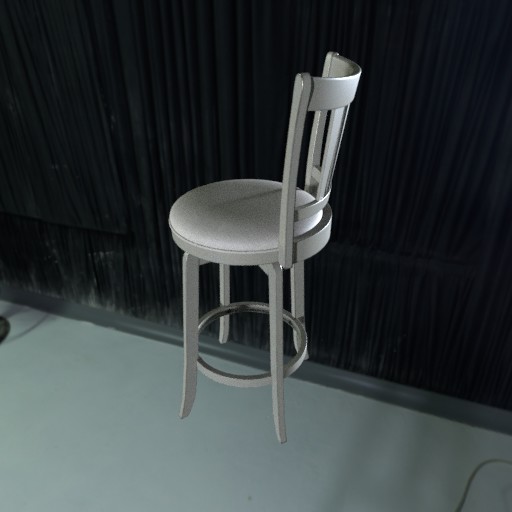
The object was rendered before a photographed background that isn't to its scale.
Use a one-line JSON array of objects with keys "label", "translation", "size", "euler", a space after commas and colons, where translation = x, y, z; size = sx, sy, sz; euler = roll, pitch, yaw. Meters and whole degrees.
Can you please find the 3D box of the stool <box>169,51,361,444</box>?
[{"label": "stool", "translation": [0.000, 0.000, 1.274], "size": [0.475, 1.042, 0.436], "euler": [8, 31, 14]}]
